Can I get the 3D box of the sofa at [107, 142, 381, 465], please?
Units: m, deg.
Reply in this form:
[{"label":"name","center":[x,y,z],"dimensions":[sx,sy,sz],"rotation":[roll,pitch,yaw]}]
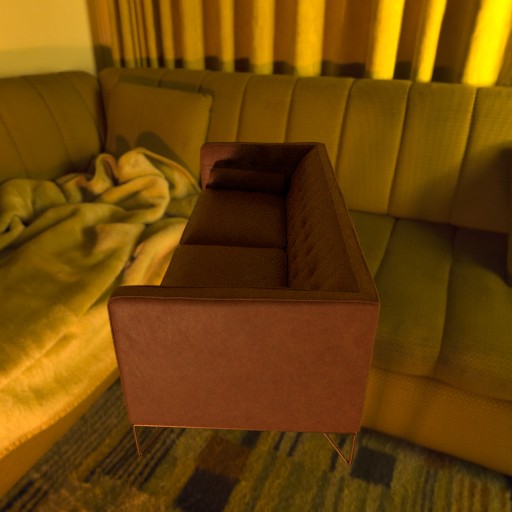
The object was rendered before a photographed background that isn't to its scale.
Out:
[{"label":"sofa","center":[0.000,0.000,2.509],"dimensions":[0.912,0.798,2.079],"rotation":[1,28,2]}]
